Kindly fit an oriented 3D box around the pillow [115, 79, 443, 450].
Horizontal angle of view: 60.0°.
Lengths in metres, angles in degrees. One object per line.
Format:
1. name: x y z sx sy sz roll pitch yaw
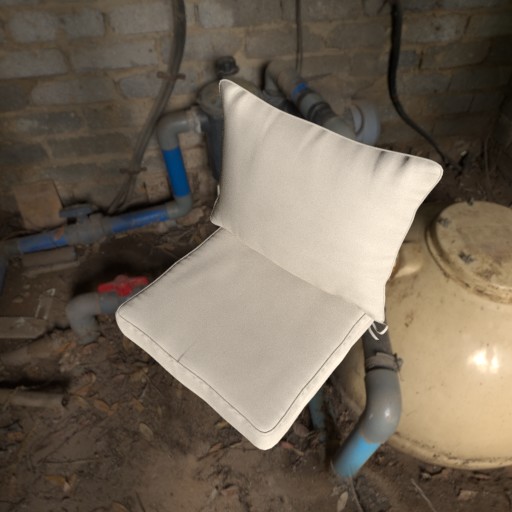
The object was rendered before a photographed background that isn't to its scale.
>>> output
1. pillow: 0.000 0.000 1.385 0.798 0.716 0.733 31 55 26
